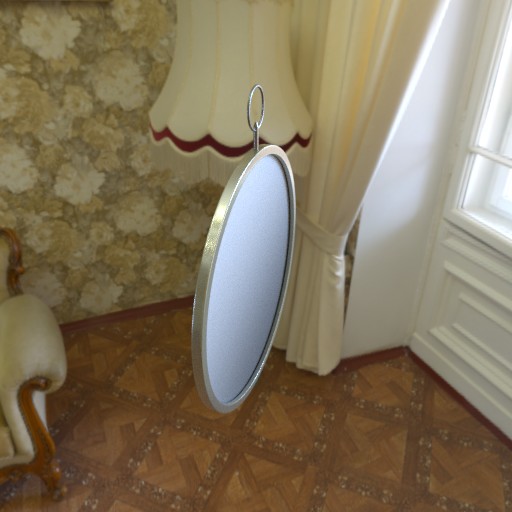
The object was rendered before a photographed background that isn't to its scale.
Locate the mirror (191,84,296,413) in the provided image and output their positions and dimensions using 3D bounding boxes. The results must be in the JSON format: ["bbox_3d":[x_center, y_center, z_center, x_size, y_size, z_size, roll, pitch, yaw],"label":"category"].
[{"bbox_3d":[0.000,0.000,0.978,0.020,0.713,0.594,10,31,17],"label":"mirror"}]
